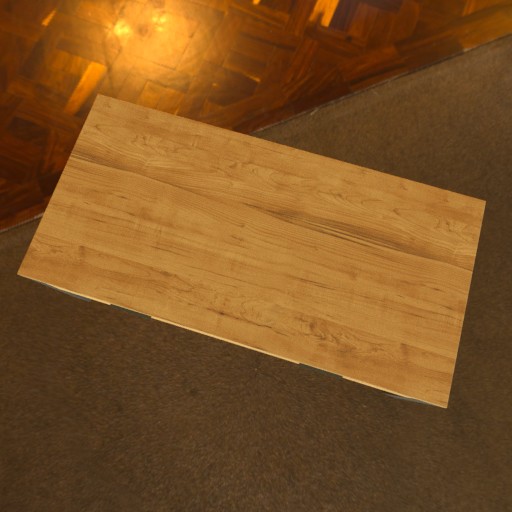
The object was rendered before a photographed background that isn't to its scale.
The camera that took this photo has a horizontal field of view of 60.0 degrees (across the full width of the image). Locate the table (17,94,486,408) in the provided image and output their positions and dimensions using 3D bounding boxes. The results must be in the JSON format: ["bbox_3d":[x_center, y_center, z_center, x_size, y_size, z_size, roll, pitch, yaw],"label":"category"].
[{"bbox_3d":[0.000,0.000,1.420,1.180,0.400,0.590,17,76,4],"label":"table"}]
